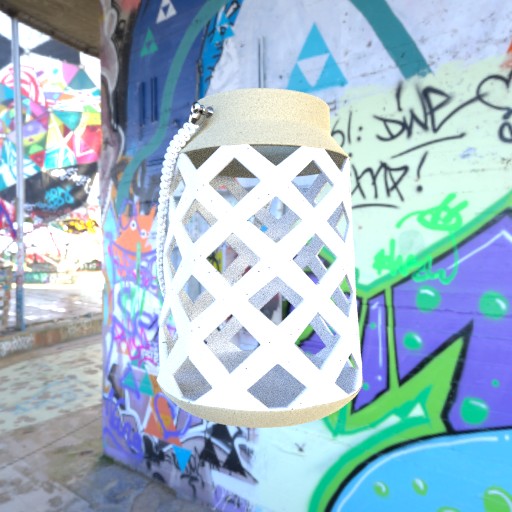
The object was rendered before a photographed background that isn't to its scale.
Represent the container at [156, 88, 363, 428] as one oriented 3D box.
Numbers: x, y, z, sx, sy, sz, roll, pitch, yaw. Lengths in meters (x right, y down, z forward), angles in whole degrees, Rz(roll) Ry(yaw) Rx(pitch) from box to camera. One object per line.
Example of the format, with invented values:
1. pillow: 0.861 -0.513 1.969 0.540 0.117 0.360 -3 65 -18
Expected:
1. container: 0.000 0.000 0.412 0.198 0.264 0.188 1 1 37
